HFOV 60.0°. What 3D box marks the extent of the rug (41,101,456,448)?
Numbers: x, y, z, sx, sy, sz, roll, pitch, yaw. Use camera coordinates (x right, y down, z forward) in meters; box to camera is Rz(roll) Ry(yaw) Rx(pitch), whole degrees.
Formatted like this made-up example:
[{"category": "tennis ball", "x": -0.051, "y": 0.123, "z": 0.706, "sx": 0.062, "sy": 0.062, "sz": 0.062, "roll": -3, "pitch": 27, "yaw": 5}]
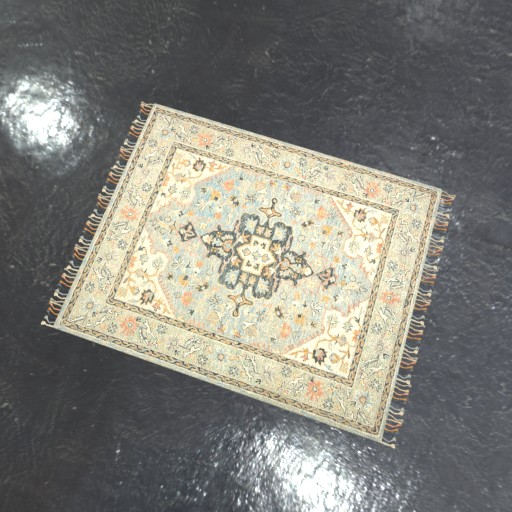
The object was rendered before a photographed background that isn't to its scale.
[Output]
[{"category": "rug", "x": 0.000, "y": 0.000, "z": 2.177, "sx": 1.730, "sy": 0.009, "sz": 1.278, "roll": 18, "pitch": 75, "yaw": 5}]
